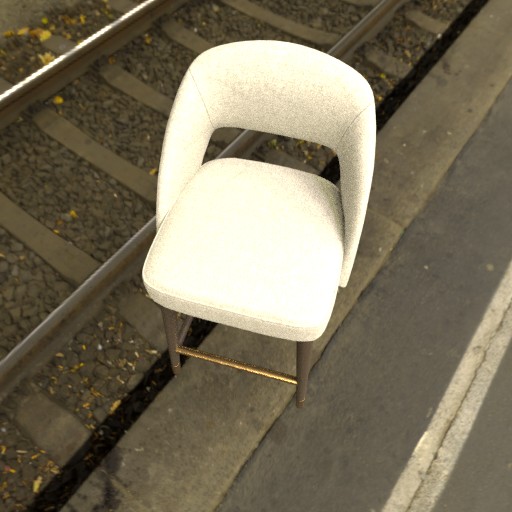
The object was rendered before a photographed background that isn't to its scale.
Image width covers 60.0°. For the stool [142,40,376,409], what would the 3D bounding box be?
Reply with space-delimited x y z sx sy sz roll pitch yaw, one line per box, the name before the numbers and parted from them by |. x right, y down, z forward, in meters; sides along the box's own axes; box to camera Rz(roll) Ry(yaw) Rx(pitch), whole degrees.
stool | 0.000 0.000 1.204 0.494 0.940 0.509 13 60 8
